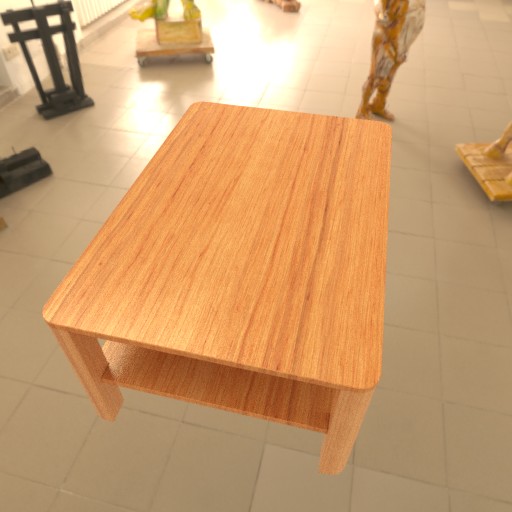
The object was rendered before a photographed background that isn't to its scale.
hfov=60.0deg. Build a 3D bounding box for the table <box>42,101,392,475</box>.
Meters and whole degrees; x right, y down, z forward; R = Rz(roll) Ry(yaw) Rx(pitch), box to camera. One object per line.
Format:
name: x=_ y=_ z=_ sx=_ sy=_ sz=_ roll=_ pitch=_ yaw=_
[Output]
table: x=0.000 y=0.000 z=1.346 sx=0.696 sy=0.445 sz=0.997 roll=10 pitch=46 yaw=9
